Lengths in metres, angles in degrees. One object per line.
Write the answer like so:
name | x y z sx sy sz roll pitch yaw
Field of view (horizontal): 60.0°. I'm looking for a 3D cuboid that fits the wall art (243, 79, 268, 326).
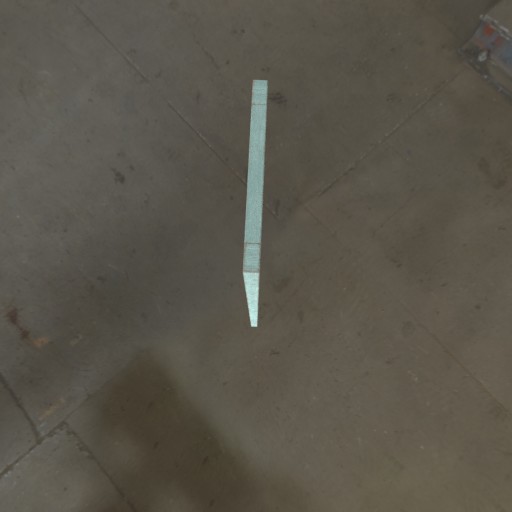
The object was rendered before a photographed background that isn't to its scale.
wall art | 0.000 0.000 1.300 0.025 1.219 0.329 3 77 1
